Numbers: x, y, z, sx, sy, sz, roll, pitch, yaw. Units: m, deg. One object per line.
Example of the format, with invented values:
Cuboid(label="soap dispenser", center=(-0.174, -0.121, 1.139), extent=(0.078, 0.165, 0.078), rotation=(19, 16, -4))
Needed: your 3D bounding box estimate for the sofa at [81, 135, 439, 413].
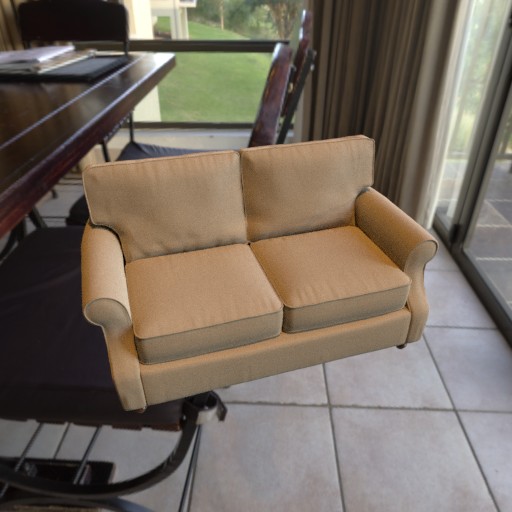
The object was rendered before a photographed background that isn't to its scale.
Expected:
Cuboid(label="sofa", center=(0.000, 0.000, 2.273), extent=(1.665, 0.937, 0.964), rotation=(-10, 34, -14))
